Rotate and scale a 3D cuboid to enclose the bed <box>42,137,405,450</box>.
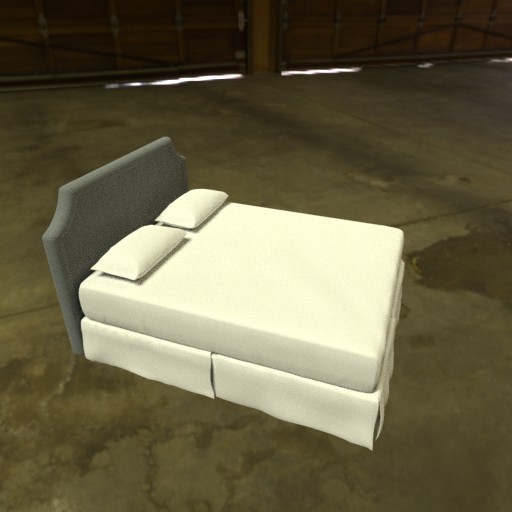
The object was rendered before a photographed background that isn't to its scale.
[{"bbox_3d":[0.000,0.000,3.396,2.259,1.296,1.811,11,32,18],"label":"bed"}]
